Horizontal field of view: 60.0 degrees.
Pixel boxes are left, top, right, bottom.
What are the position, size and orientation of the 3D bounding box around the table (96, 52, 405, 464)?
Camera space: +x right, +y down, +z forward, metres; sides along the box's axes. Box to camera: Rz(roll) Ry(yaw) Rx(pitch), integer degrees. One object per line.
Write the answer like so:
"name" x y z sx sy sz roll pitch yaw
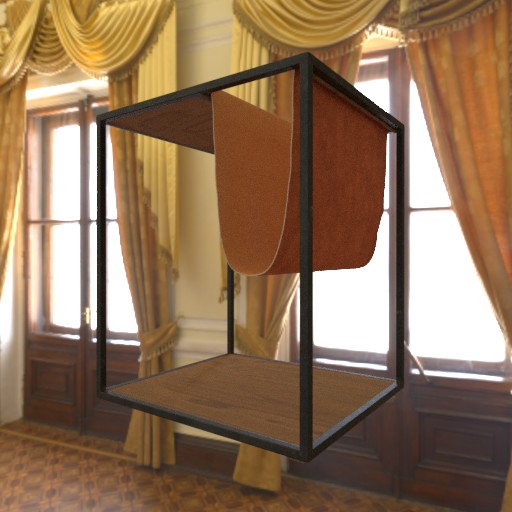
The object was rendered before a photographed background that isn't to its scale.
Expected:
"table" 0.000 0.000 0.861 0.450 0.536 0.399 0 0 36
